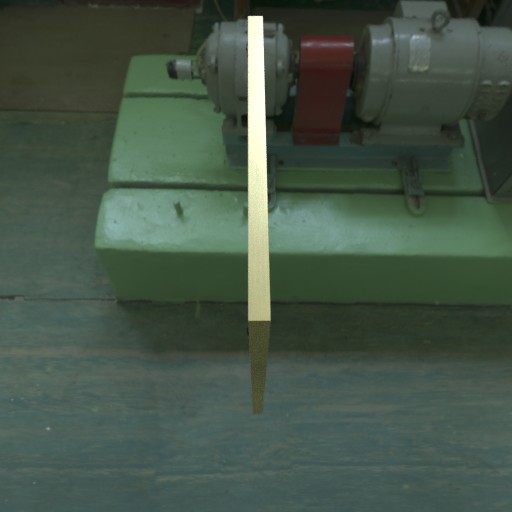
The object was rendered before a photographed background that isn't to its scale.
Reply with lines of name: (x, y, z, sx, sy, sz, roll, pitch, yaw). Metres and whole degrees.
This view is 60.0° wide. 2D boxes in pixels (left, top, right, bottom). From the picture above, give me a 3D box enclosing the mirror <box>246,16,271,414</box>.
mirror: (0.000, 0.000, 1.332, 0.040, 1.016, 0.762, 0, 63, 0)
